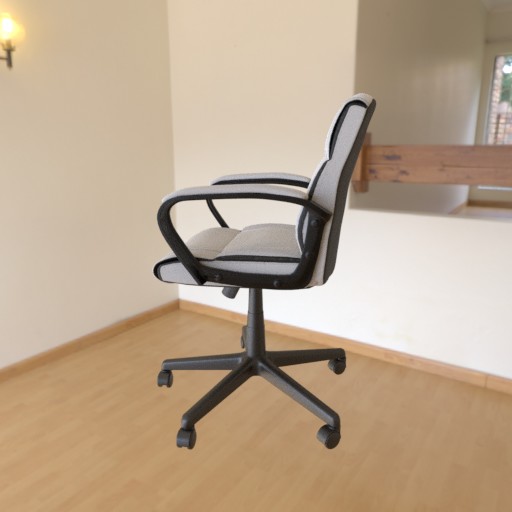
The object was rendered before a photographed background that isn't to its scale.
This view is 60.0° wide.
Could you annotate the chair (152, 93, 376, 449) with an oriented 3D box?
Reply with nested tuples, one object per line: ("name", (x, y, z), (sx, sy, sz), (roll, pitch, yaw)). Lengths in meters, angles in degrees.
("chair", (0.000, 0.000, 1.484), (0.717, 1.004, 0.739), (2, 14, 9))
